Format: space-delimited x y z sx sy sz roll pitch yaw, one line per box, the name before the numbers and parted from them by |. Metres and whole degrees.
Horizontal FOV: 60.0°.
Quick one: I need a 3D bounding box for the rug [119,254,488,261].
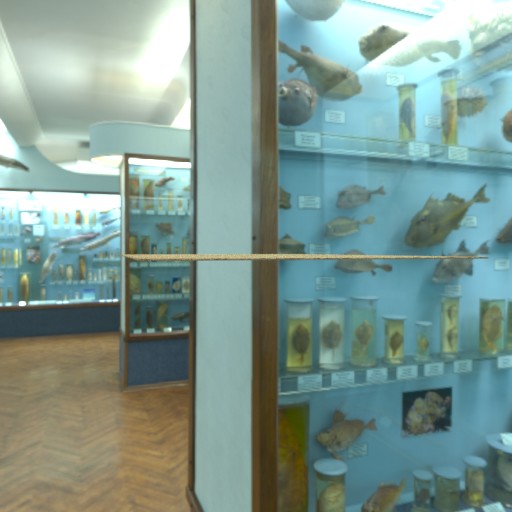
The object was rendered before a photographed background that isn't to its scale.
rug | 0.000 0.000 4.301 2.438 0.012 3.200 0 1 -19
